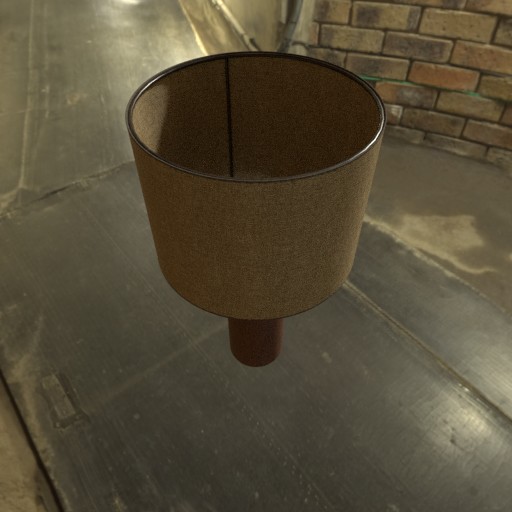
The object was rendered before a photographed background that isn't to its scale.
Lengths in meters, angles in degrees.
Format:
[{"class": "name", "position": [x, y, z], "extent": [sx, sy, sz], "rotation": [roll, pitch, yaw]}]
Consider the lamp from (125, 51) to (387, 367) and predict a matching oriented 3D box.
[{"class": "lamp", "position": [0.000, 0.000, 0.476], "extent": [0.202, 0.350, 0.202], "rotation": [0, 47, 0]}]
